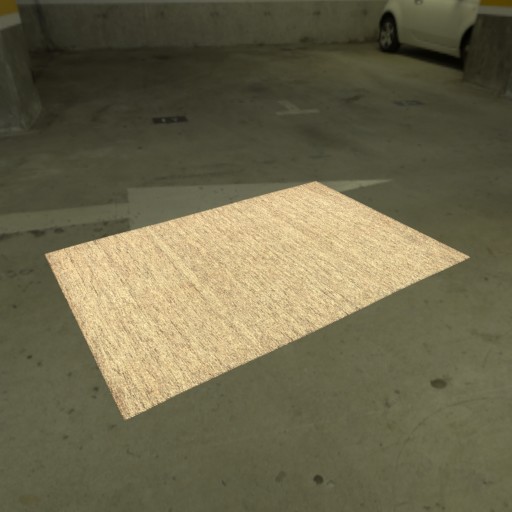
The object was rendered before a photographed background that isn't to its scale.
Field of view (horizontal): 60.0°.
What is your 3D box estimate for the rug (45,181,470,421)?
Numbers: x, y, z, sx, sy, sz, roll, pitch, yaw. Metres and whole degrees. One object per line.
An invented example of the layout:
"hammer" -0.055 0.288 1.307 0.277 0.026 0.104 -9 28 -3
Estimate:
"rug" 0.000 0.000 2.870 2.283 0.013 1.547 -19 36 -28
